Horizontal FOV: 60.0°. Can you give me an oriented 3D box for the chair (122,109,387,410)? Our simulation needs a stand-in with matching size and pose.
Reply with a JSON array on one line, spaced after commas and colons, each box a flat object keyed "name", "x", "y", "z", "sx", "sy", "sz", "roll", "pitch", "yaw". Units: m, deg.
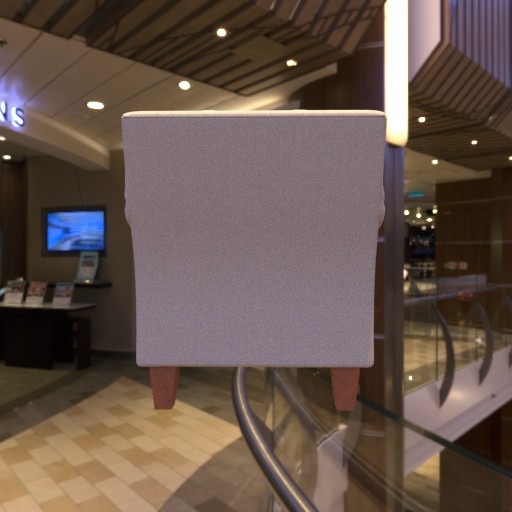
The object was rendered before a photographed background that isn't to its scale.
[{"name": "chair", "x": 0.000, "y": 0.000, "z": 1.902, "sx": 0.895, "sy": 1.076, "sz": 1.078, "roll": 0, "pitch": 0, "yaw": 1}]
